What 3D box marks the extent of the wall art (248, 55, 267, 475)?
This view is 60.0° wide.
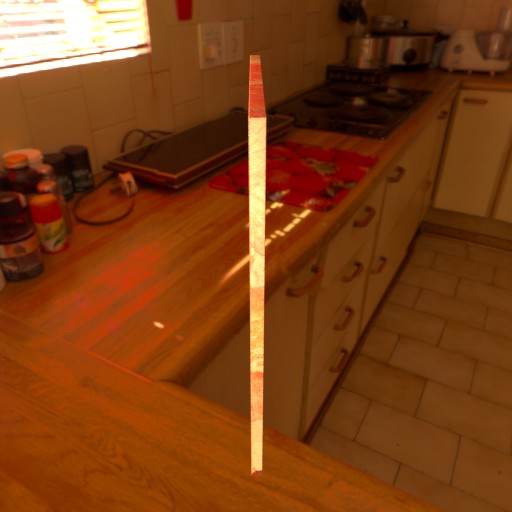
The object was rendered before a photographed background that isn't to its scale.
[{"bbox_3d":[0.000,0.000,1.334,0.031,1.015,0.762,0,32,0],"label":"wall art"}]
